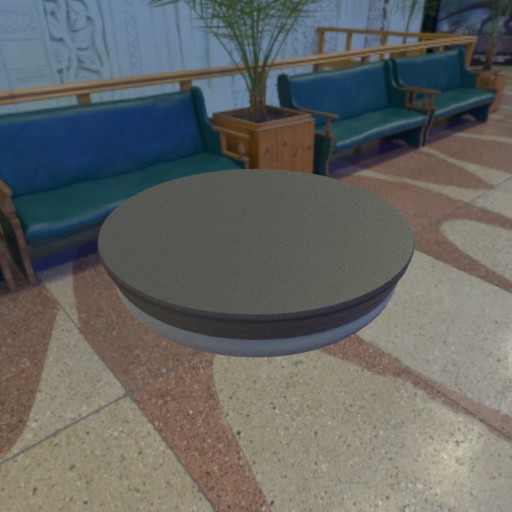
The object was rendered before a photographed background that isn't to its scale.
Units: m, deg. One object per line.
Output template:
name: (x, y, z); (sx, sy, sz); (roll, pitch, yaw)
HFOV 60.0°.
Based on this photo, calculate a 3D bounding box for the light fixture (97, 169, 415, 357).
light fixture: (0.000, 0.000, 0.562); (0.368, 0.100, 0.368); (0, 31, 0)
